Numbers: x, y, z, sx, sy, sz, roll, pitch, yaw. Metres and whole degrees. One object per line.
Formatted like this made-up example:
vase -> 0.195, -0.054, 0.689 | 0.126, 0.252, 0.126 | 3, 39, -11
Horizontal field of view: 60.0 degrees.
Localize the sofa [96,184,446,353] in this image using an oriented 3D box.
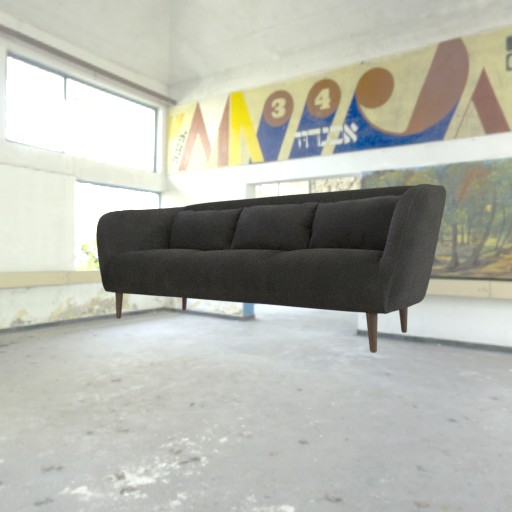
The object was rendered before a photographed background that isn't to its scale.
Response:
sofa -> 0.000, 0.000, 2.858 | 2.296, 0.875, 0.956 | 0, 0, 35
